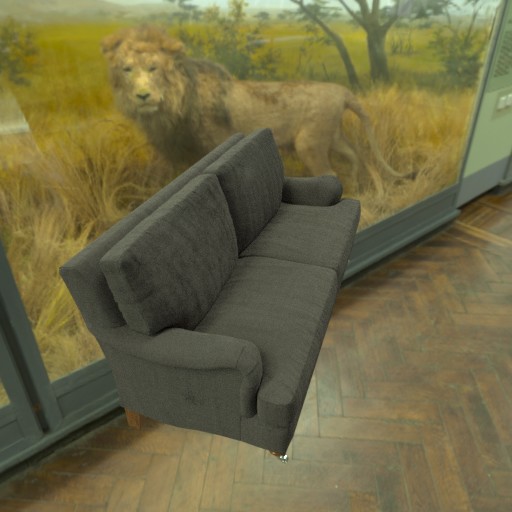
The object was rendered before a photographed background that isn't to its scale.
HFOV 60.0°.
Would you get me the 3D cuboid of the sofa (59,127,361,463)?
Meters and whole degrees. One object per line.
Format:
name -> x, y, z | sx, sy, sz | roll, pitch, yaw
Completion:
sofa -> 0.000, 0.000, 2.807 | 1.086, 1.087, 2.165 | 10, 33, 16
